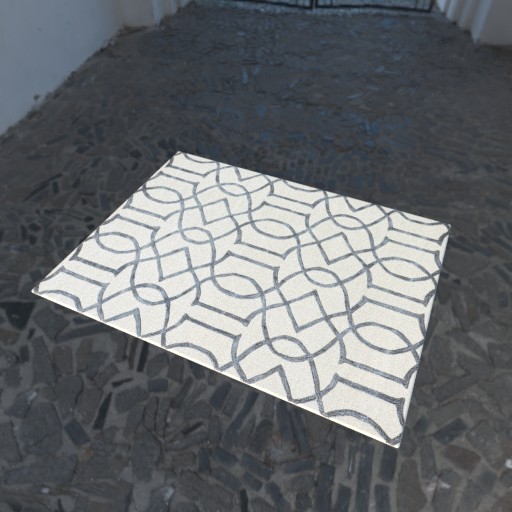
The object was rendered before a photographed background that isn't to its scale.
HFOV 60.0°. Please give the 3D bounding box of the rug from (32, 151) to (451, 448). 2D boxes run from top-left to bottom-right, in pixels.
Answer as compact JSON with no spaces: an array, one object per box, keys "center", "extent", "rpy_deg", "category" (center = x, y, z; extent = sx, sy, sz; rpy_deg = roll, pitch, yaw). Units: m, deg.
[{"center":[0.000,0.000,3.783],"extent":[2.910,0.021,2.211],"rpy_deg":[18,49,17],"category":"rug"}]
